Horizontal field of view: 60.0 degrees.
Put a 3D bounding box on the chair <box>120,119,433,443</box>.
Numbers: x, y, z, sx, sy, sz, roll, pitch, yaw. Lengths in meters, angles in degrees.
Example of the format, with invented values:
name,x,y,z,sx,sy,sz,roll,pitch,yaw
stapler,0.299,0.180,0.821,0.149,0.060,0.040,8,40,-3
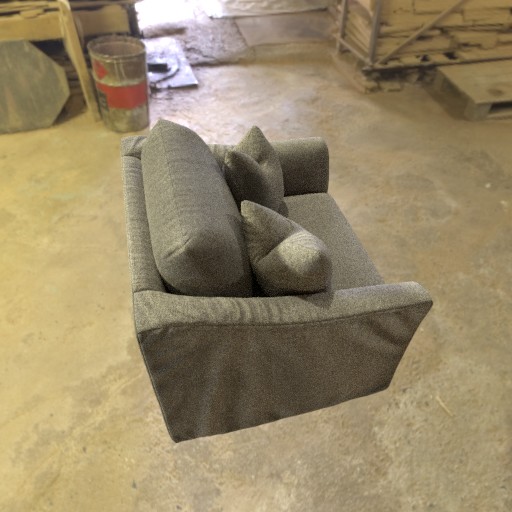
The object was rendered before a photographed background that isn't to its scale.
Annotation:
name,x,y,z,sx,sy,sz,roll,pitch,yaw
chair,0.000,0.000,2.070,1.071,1.059,1.194,-10,46,-10
